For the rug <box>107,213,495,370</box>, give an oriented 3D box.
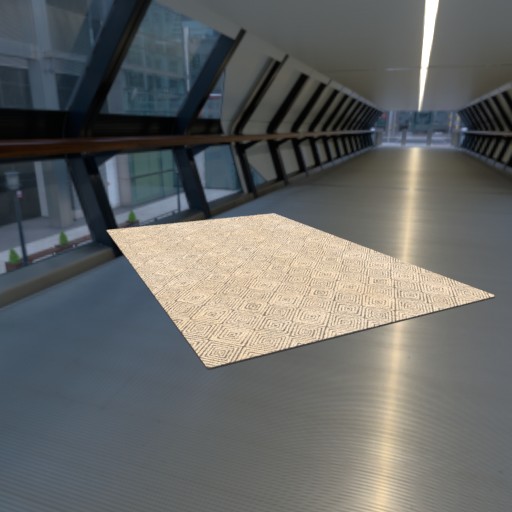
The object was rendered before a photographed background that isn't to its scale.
[{"bbox_3d":[0.000,0.000,2.217,1.175,0.008,1.783,-8,19,-25],"label":"rug"}]
